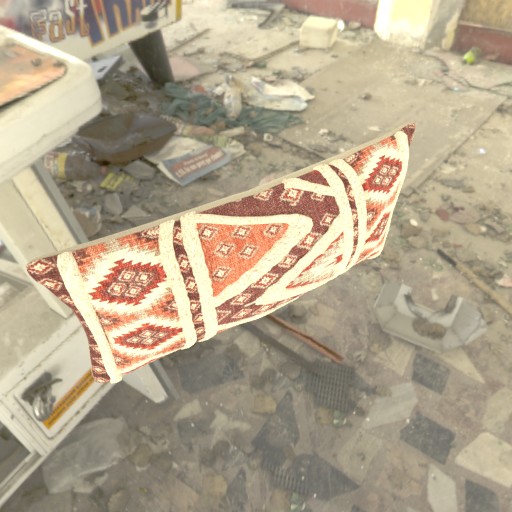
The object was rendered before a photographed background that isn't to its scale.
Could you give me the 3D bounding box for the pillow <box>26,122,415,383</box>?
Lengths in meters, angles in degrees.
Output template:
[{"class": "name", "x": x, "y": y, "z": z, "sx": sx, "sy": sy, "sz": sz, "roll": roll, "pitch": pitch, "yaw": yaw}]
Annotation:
[{"class": "pillow", "x": 0.000, "y": 0.000, "z": 0.709, "sx": 0.608, "sy": 0.295, "sz": 0.161, "roll": -23, "pitch": 50, "yaw": -21}]
